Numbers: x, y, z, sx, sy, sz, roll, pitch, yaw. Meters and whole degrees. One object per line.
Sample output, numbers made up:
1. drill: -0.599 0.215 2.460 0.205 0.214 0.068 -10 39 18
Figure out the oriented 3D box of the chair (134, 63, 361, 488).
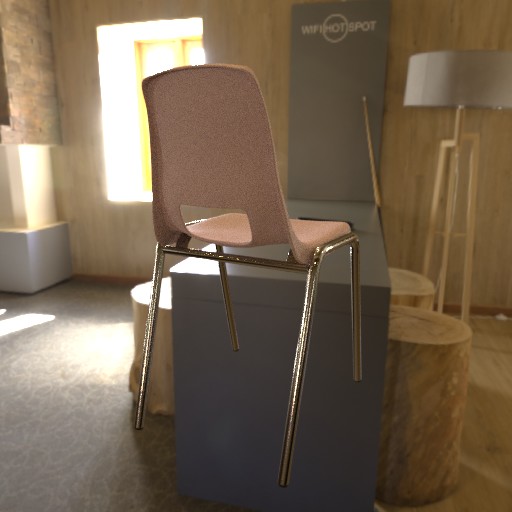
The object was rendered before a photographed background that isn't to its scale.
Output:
1. chair: 0.000 0.000 0.950 0.381 0.704 0.436 8 16 28
